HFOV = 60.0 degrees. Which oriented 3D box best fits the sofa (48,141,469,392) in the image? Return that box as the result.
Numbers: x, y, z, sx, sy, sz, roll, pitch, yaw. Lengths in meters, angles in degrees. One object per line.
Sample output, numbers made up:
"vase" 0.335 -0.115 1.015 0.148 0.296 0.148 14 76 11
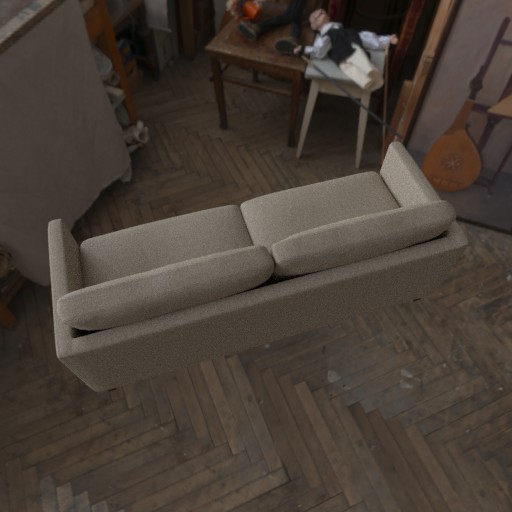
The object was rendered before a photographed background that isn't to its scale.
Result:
"sofa" 0.000 0.000 2.916 2.434 0.965 0.951 -15 59 -9
